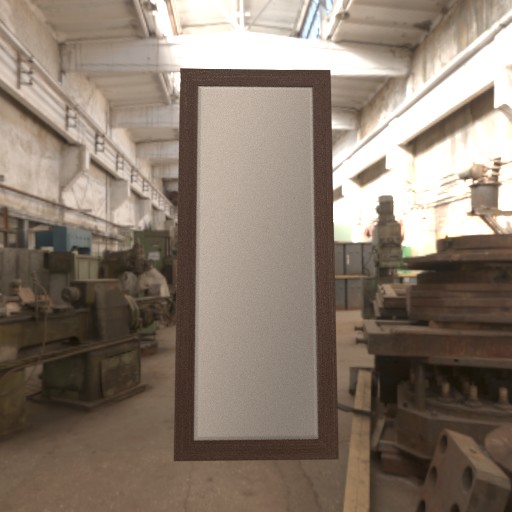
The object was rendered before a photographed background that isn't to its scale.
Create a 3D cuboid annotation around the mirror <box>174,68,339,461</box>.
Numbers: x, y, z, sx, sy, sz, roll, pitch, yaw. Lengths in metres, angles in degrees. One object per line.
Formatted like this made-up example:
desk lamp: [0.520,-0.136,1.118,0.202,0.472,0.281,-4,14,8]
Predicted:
mirror: [0.000,0.000,2.301,0.812,2.020,0.221,0,-1,-1]
